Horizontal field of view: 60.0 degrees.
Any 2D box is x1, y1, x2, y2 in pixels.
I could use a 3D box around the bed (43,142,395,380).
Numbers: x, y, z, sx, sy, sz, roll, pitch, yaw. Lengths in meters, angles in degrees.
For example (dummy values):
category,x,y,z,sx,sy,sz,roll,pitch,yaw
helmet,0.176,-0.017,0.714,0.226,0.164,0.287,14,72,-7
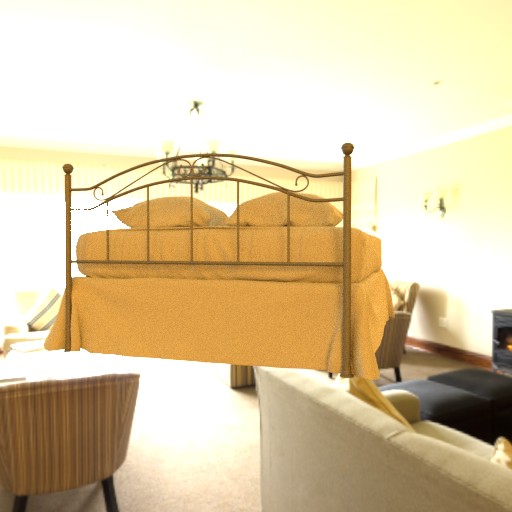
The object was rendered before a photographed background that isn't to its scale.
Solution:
category,x,y,z,sx,sy,sz,roll,pitch,yaw
bed,0.000,0.000,3.296,1.936,1.080,2.215,0,1,19
